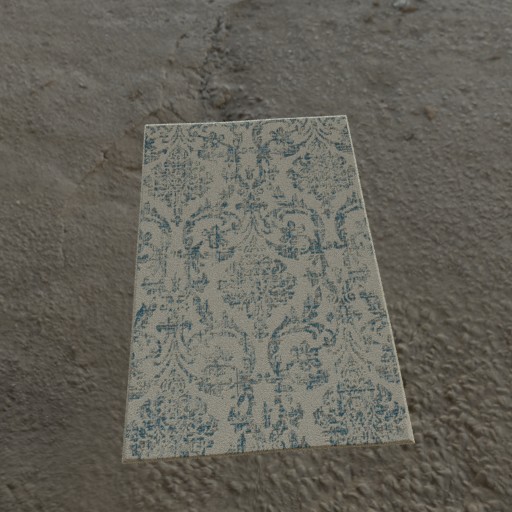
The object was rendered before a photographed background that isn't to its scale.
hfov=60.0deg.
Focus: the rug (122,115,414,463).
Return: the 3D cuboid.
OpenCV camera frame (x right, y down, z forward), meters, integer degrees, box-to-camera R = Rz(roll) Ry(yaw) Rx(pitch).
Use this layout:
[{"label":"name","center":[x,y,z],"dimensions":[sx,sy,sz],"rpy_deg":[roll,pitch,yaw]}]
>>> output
[{"label":"rug","center":[0.000,0.000,2.243],"dimensions":[1.213,0.012,1.831],"rpy_deg":[-3,63,-2]}]
